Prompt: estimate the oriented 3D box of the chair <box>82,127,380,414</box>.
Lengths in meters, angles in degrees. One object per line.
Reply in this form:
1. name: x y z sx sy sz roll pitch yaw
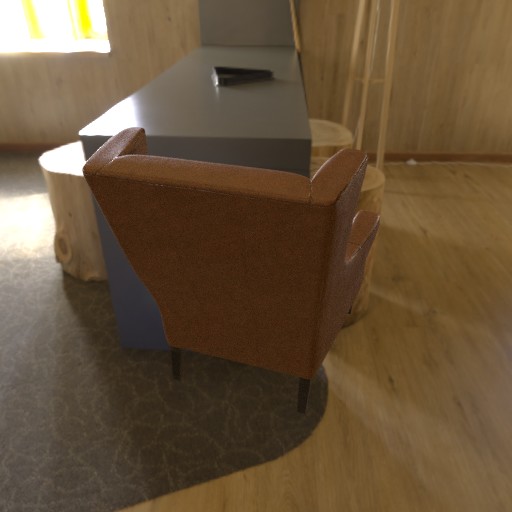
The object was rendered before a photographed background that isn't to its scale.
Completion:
1. chair: 0.000 0.000 1.689 0.852 1.016 0.925 10 33 15
